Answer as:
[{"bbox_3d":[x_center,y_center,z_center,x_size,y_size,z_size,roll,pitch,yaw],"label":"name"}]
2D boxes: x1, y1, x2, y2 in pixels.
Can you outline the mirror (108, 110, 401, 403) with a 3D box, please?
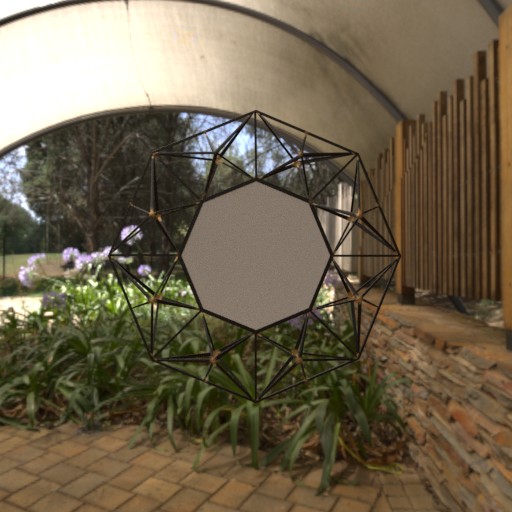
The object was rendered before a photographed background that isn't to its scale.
[{"bbox_3d":[0.000,0.000,1.074,0.710,0.710,0.094,0,-1,-2],"label":"mirror"}]
